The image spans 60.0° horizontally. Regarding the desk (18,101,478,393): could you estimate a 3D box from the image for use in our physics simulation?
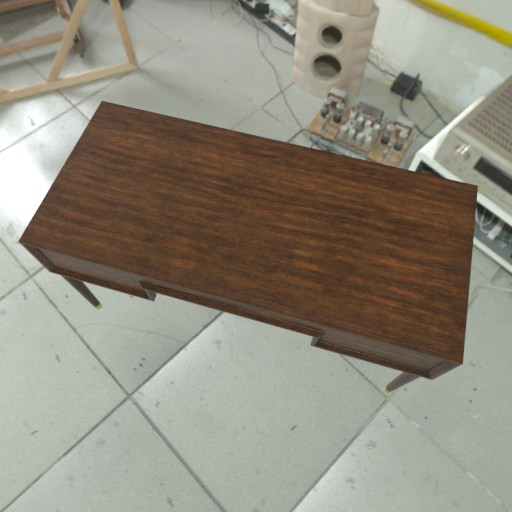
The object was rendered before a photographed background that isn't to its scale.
[{"bbox_3d":[0.000,0.000,1.995,1.575,0.762,0.724,15,65,7],"label":"desk"}]
